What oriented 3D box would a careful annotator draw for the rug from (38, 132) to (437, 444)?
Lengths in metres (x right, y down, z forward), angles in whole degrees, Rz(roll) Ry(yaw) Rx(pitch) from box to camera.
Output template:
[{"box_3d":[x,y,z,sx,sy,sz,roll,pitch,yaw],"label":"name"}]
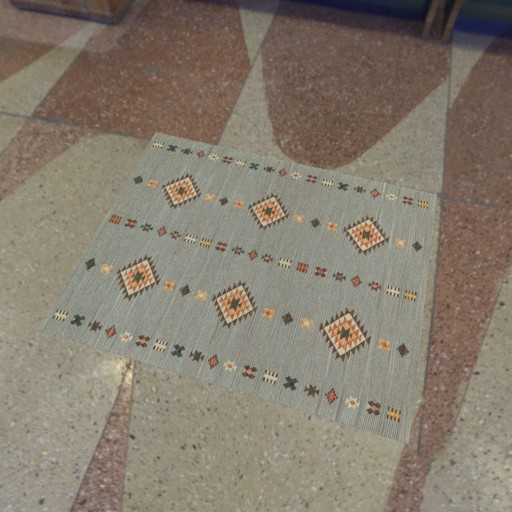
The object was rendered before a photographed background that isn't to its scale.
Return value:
[{"box_3d":[0.000,0.000,4.044,3.035,0.008,2.425,14,60,9],"label":"rug"}]
